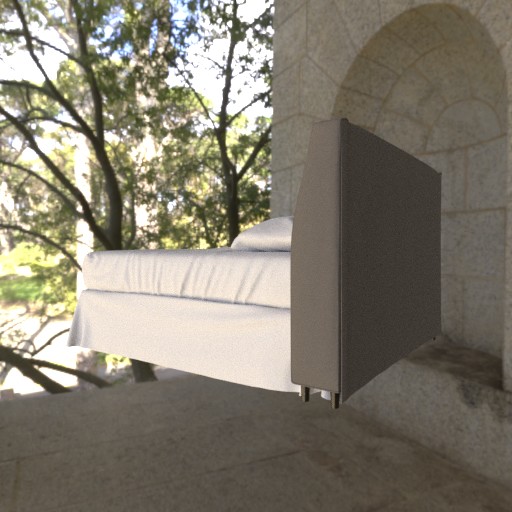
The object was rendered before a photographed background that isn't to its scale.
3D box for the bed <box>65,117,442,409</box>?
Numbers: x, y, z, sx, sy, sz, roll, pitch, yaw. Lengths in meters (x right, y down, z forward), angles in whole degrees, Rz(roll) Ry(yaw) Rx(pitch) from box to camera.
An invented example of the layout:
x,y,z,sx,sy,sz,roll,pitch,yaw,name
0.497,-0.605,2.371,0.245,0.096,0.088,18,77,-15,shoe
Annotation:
x,y,z,sx,sy,sz,roll,pitch,yaw,name
0.000,0.000,3.372,2.276,1.332,1.925,1,2,35,bed
